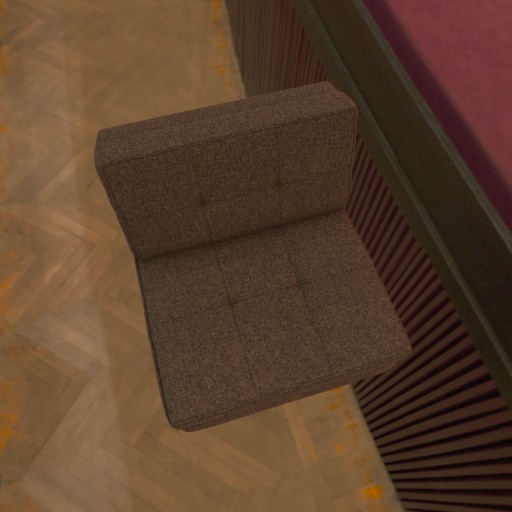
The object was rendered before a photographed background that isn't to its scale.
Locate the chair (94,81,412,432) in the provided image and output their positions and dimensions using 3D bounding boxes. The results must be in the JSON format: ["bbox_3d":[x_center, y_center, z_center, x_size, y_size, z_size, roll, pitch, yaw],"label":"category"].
[{"bbox_3d":[0.000,0.000,1.335,0.740,0.615,0.800,-15,64,-8],"label":"chair"}]
